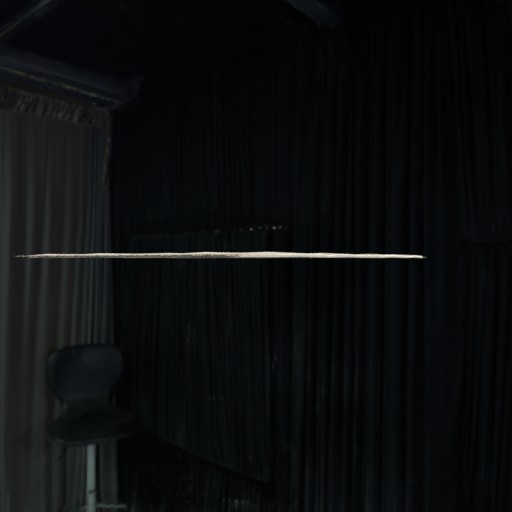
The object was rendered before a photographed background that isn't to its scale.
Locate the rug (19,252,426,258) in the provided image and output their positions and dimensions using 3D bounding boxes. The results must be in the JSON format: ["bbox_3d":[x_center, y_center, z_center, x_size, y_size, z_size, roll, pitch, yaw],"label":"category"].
[{"bbox_3d":[0.000,0.000,2.959,1.529,0.027,2.434,0,0,37],"label":"rug"}]
